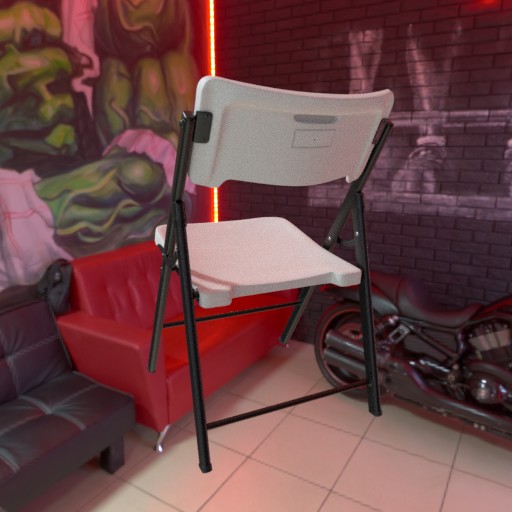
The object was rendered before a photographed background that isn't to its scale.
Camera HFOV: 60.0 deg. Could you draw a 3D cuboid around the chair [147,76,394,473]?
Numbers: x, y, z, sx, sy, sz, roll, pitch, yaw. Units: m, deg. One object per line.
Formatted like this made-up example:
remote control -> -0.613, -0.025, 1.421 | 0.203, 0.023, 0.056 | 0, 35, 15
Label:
chair -> 0.000, 0.000, 1.120 | 0.482, 0.765, 0.577 | -6, 15, -25
